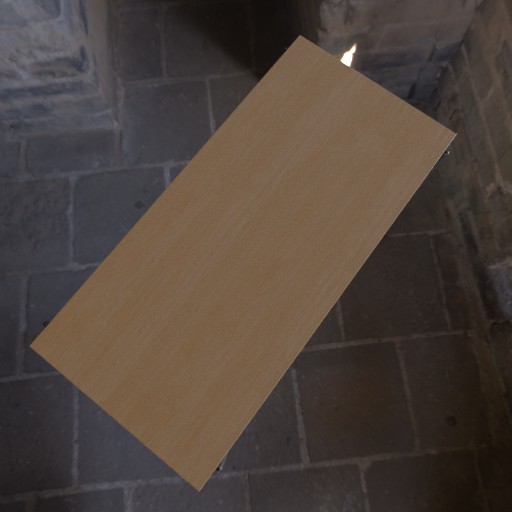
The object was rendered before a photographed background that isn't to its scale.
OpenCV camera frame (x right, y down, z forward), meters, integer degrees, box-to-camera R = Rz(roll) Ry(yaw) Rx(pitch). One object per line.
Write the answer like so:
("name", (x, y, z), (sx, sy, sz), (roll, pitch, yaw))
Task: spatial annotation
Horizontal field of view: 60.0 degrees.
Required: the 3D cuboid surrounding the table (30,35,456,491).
("table", (0.000, 0.000, 2.208), (0.900, 0.758, 1.800), (36, 79, 9))
